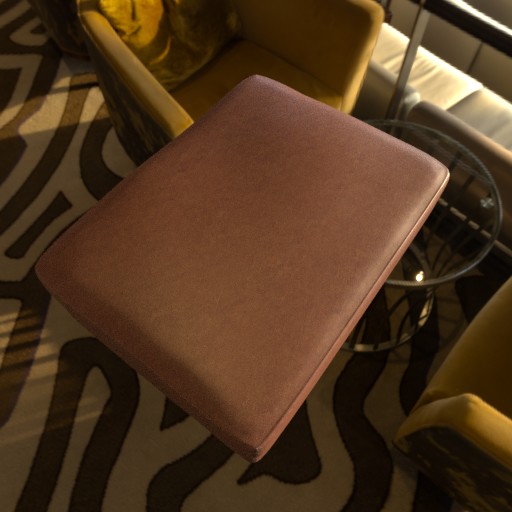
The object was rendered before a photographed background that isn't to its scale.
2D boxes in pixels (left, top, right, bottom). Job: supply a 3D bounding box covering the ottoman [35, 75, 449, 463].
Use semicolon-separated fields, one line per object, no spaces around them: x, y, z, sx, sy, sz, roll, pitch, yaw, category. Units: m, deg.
0.000;0.000;1.208;0.650;0.485;0.851;33;64;18;ottoman
